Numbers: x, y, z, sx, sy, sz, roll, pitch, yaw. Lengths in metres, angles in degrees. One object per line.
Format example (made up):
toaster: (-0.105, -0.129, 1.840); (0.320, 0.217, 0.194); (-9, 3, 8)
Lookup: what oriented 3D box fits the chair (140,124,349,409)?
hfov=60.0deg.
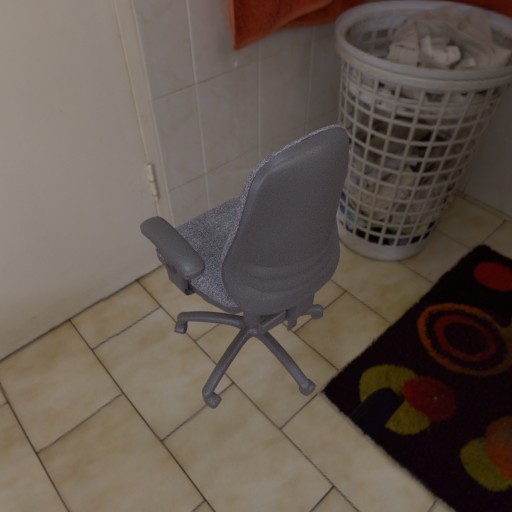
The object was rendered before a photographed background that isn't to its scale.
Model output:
chair: (0.000, 0.000, 1.261); (0.550, 0.910, 0.530); (-31, 54, -27)
